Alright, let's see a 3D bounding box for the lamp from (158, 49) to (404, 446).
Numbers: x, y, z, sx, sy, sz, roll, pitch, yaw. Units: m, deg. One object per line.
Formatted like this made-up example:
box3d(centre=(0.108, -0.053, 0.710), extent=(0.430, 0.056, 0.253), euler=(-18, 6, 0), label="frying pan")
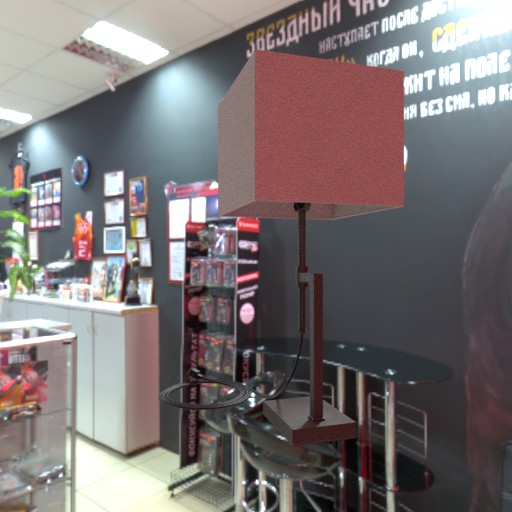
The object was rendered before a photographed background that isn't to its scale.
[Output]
box3d(centre=(0.000, 0.000, 0.972), extent=(0.399, 0.660, 0.504), euler=(0, 0, -17), label="lamp")
